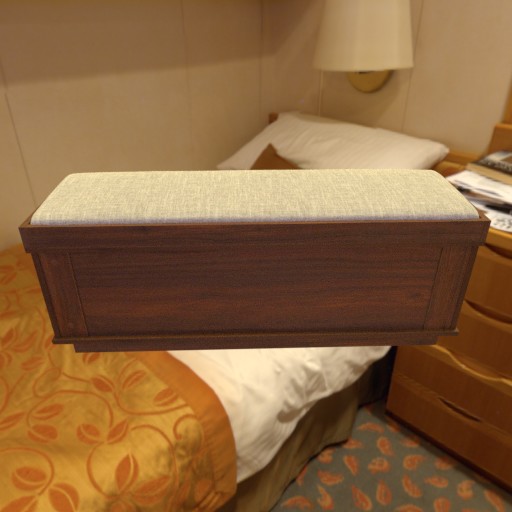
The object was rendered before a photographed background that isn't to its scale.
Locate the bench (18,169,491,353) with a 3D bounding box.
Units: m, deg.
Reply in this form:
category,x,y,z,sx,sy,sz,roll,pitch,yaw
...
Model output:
category,x,y,z,sx,sy,sz,roll,pitch,yaw
bench,0.000,0.000,1.377,1.196,0.468,0.367,-1,30,-2
